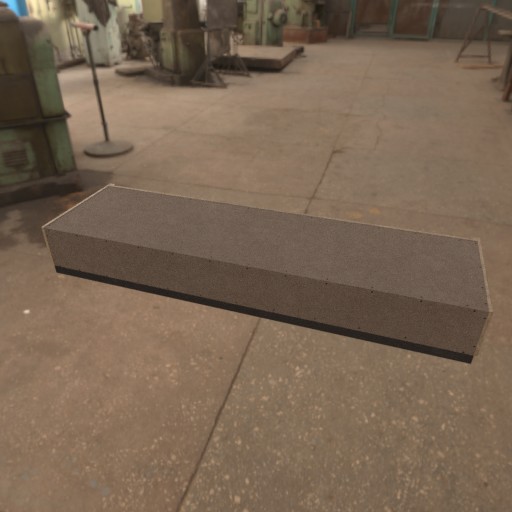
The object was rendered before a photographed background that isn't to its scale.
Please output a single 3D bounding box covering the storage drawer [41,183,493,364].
[{"bbox_3d":[0.000,0.000,2.246,2.072,0.274,0.591,10,34,16],"label":"storage drawer"}]
